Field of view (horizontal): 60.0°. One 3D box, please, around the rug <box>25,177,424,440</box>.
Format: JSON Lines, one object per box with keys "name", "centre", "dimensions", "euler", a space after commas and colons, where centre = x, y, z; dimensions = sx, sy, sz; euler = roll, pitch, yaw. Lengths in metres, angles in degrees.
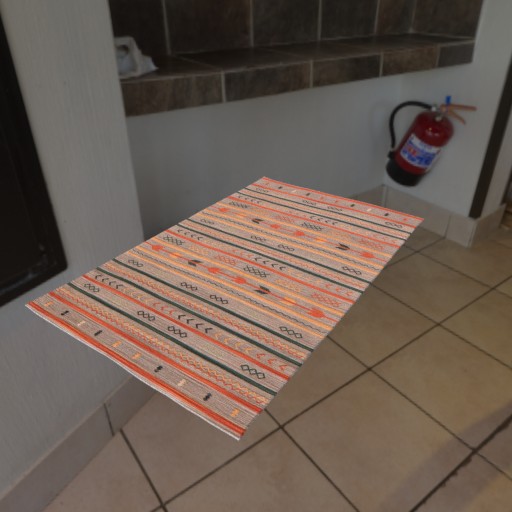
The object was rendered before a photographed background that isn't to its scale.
{"name": "rug", "centre": [0.000, 0.000, 3.016], "dimensions": [1.537, 0.029, 2.439], "euler": [20, 37, 29]}
